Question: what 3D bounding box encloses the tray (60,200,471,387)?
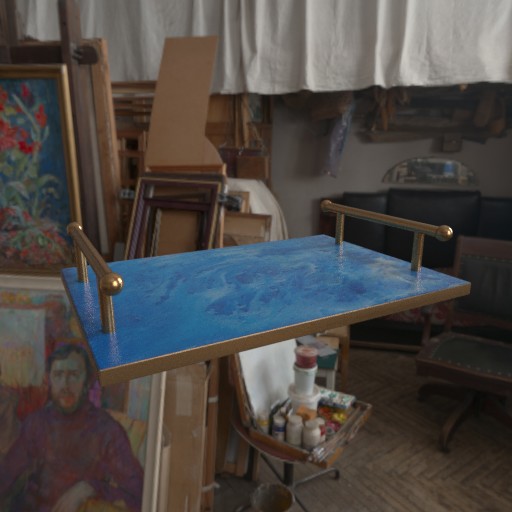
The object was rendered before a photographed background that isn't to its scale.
[{"bbox_3d":[0.000,0.000,0.569,0.444,0.084,0.304,-8,18,-27],"label":"tray"}]
